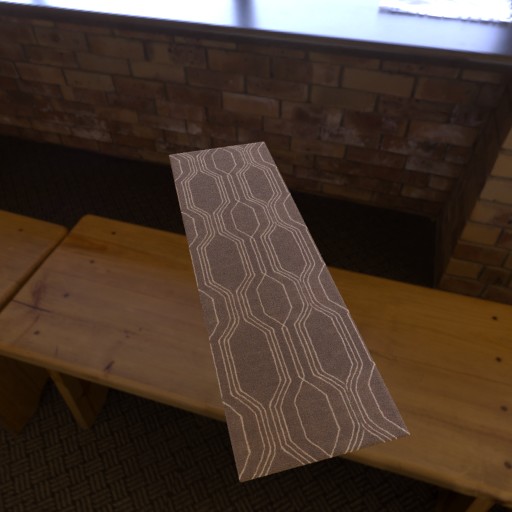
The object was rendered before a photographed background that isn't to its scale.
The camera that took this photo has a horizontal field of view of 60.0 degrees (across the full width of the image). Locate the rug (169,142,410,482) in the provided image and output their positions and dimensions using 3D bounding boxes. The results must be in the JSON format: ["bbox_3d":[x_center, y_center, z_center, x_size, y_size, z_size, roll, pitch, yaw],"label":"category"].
[{"bbox_3d":[0.000,0.000,2.716,0.773,0.012,2.464,-11,47,-10],"label":"rug"}]
